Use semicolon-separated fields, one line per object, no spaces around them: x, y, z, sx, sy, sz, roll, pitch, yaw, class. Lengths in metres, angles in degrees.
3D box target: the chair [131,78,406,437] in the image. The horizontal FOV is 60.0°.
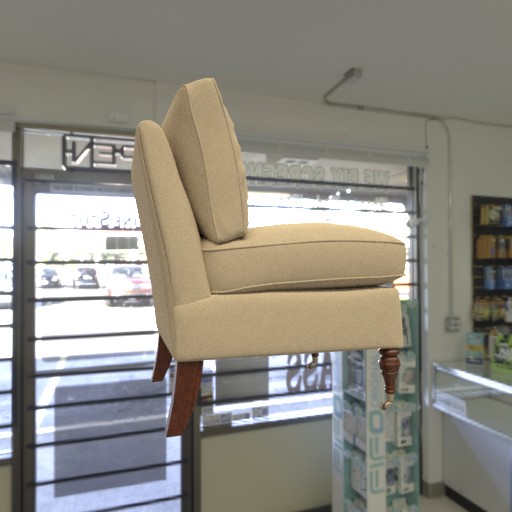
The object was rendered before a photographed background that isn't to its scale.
0.000;0.000;1.699;0.912;1.052;0.724;0;-1;-17;chair
